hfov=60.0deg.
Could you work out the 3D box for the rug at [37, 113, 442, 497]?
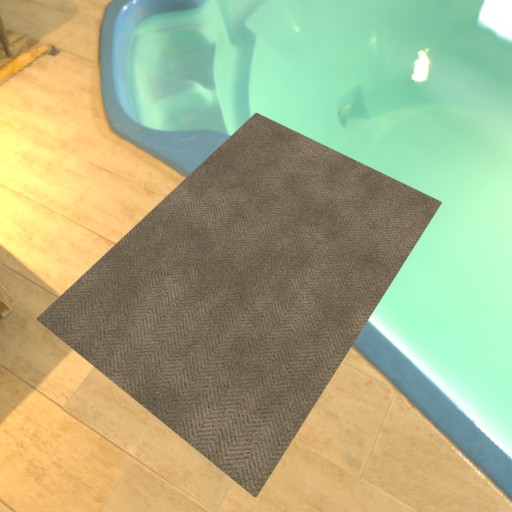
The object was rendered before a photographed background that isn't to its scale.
[{"bbox_3d":[0.000,0.000,2.859,1.600,0.008,2.235,31,63,18],"label":"rug"}]
